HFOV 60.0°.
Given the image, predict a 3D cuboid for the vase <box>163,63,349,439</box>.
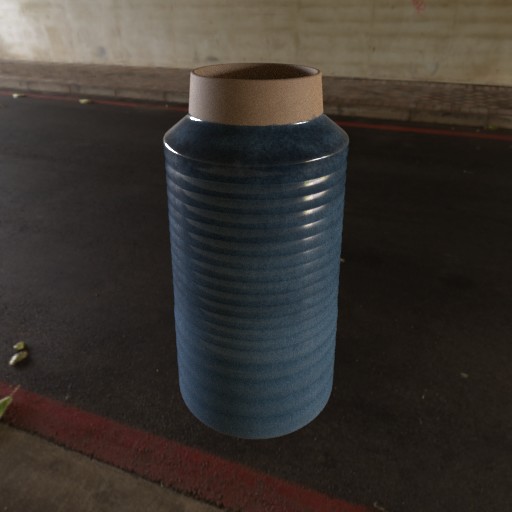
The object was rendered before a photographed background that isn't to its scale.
[{"bbox_3d":[0.000,0.000,0.405,0.163,0.316,0.163,0,30,0],"label":"vase"}]
